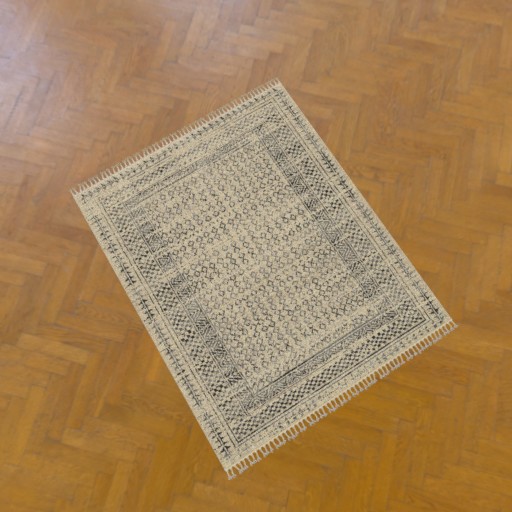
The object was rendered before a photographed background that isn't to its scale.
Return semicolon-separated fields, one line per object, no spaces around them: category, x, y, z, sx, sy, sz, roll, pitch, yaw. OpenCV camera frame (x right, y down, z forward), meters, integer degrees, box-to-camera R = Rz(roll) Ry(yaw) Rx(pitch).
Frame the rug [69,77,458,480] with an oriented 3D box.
rug;0.000;0.000;3.974;2.312;0.013;2.940;-31;78;-7
